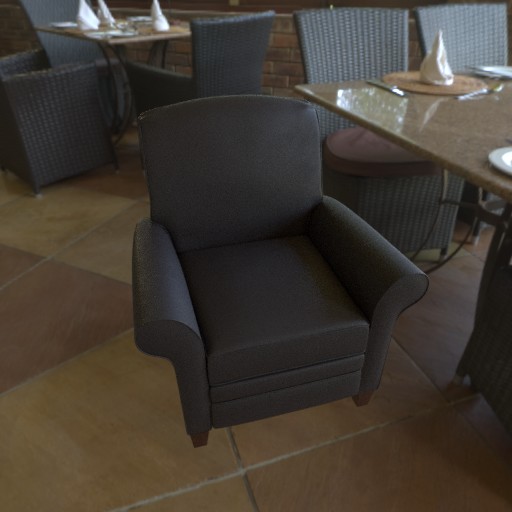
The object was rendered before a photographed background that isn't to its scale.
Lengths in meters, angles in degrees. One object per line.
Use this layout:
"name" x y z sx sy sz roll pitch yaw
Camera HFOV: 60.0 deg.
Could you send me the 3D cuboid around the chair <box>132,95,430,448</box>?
"chair" 0.000 0.000 1.773 0.978 1.061 0.902 -9 34 -14
